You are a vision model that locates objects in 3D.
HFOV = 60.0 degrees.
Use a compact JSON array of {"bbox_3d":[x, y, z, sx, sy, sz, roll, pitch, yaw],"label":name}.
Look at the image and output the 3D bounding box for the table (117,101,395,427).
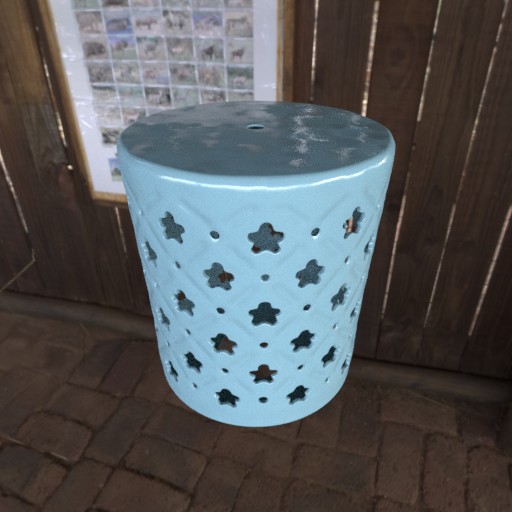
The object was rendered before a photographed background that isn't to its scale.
[{"bbox_3d":[0.000,0.000,0.667,0.352,0.387,0.352,0,31,0],"label":"table"}]
